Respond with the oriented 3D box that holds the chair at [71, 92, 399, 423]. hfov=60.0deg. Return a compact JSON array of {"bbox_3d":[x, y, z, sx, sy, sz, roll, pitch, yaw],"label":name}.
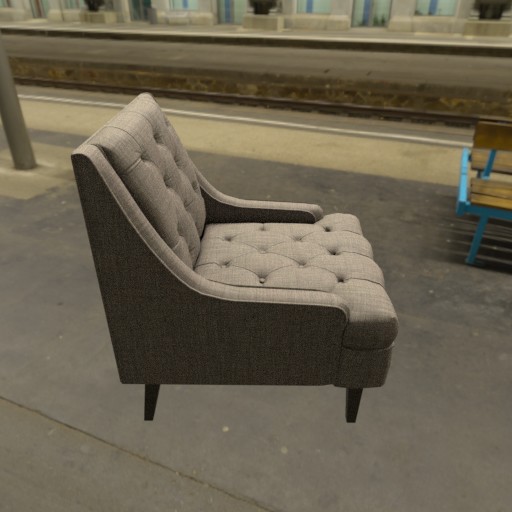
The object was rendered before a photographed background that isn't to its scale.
[{"bbox_3d":[0.000,0.000,1.404,0.771,0.891,0.655,0,31,1],"label":"chair"}]
